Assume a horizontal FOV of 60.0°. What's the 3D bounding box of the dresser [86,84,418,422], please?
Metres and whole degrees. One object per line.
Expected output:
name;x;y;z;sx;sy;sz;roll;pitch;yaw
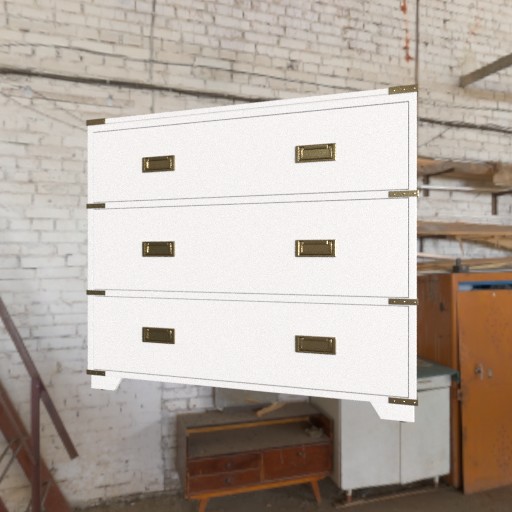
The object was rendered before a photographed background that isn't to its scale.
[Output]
dresser;0.000;0.000;1.517;1.022;0.891;0.460;0;0;17
